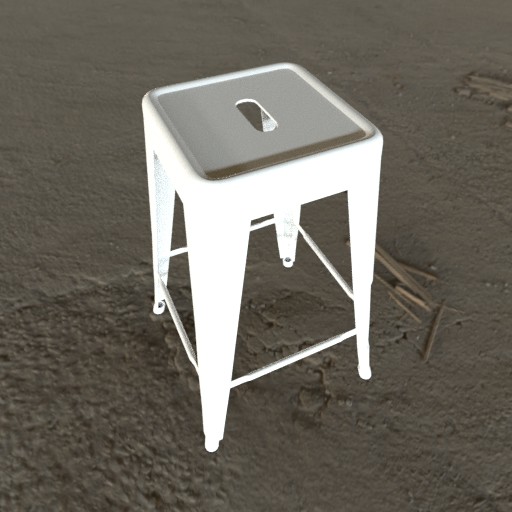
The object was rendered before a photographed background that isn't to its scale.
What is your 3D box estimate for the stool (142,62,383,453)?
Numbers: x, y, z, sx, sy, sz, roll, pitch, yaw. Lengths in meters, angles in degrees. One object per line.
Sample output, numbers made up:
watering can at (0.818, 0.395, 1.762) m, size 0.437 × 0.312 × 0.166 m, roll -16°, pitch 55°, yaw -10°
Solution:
stool at (0.000, 0.000, 0.860) m, size 0.406 × 0.610 × 0.406 m, roll -19°, pitch 50°, yaw -17°
